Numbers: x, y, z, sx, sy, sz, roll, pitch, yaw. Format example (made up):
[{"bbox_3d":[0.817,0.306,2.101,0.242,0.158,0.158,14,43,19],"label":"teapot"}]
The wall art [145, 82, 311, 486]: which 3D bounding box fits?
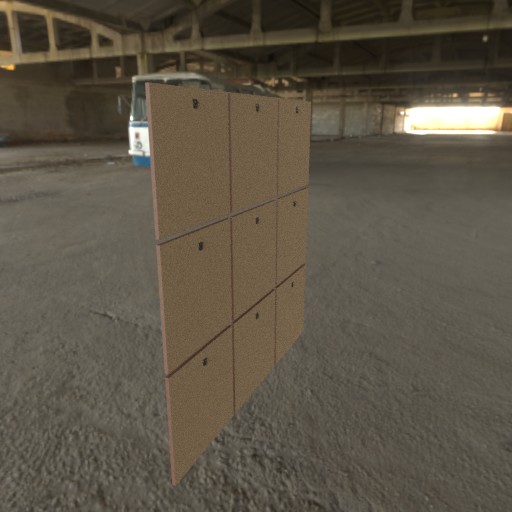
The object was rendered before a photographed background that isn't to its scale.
[{"bbox_3d":[0.000,0.000,1.783,0.019,1.218,1.221,8,19,24],"label":"wall art"}]
